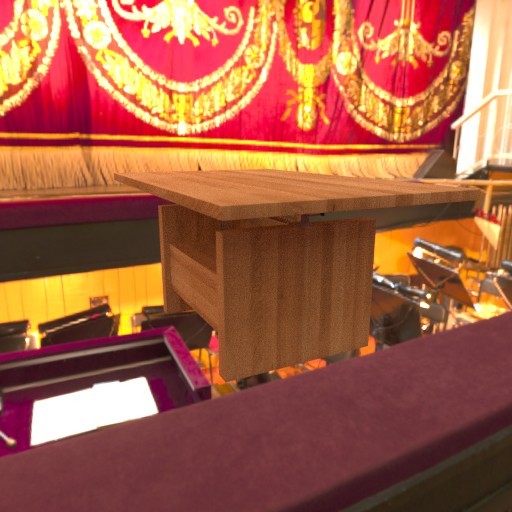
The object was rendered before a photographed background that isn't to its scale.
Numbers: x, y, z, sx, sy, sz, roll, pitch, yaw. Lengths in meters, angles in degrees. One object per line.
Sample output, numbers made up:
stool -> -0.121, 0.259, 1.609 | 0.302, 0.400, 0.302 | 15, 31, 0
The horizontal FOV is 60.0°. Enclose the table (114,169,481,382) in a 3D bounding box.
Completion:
table -> 0.000, 0.000, 1.489 | 0.700, 0.510, 1.100 | -7, 16, -26
